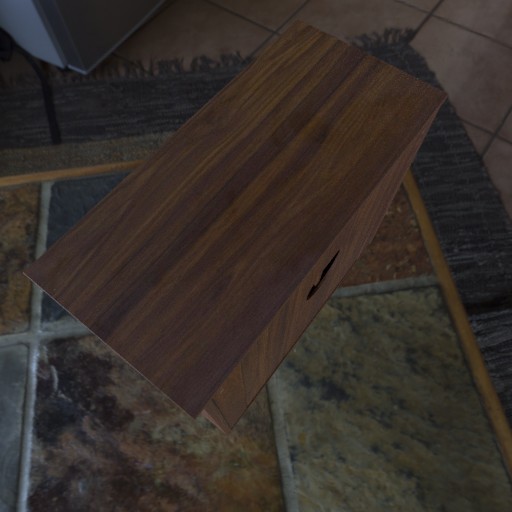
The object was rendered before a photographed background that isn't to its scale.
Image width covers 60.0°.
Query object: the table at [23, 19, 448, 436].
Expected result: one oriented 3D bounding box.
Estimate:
[{"bbox_3d":[0.000,0.000,1.159,0.390,0.725,0.802,35,69,15],"label":"table"}]
